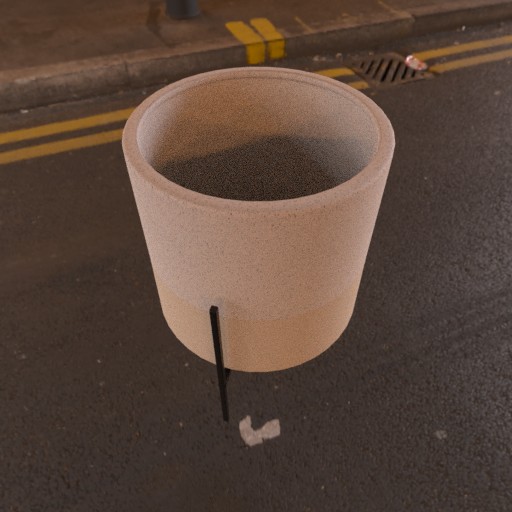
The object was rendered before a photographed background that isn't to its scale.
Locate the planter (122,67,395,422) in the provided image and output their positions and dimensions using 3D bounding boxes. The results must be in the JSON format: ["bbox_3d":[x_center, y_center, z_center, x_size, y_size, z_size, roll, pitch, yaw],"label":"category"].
[{"bbox_3d":[0.000,0.000,0.656,0.313,0.423,0.335,12,48,11],"label":"planter"}]
